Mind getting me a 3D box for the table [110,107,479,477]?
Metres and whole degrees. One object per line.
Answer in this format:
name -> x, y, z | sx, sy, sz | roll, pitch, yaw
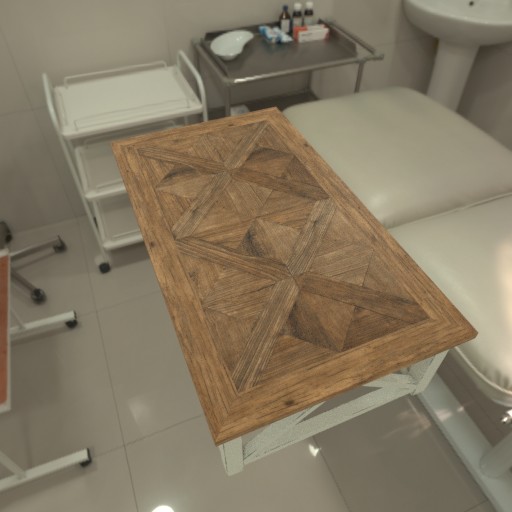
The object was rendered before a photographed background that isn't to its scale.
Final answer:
table -> 0.000, 0.000, 1.755 | 0.800, 0.410, 1.400 | -17, 49, -15
